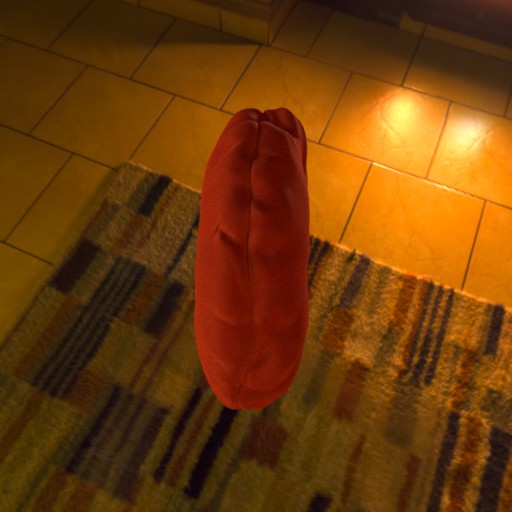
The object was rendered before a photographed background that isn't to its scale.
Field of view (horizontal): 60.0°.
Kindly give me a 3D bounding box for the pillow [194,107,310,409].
[{"bbox_3d":[0.000,0.000,0.651,0.148,0.407,0.428,4,64,2],"label":"pillow"}]
